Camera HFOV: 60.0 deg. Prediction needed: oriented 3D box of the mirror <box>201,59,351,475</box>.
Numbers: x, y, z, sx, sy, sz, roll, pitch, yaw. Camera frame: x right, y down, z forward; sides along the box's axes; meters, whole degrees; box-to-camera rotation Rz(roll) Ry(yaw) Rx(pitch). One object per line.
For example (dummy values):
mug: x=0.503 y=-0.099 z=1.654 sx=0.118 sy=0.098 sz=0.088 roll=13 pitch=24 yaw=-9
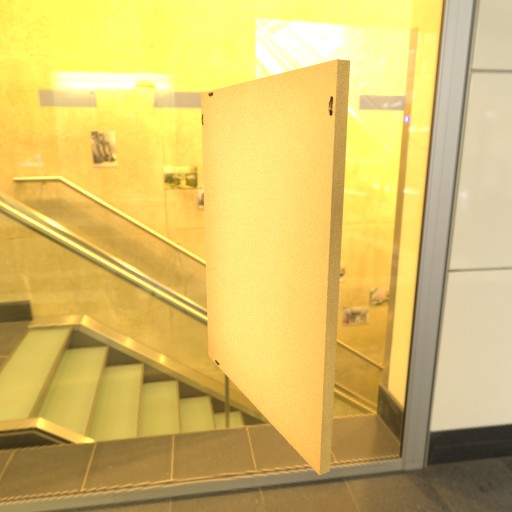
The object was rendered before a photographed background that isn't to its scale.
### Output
mirror: x=0.000 y=0.000 z=1.370 sx=0.040 sy=1.016 sz=0.762 roll=-8 pitch=16 yaw=-27
